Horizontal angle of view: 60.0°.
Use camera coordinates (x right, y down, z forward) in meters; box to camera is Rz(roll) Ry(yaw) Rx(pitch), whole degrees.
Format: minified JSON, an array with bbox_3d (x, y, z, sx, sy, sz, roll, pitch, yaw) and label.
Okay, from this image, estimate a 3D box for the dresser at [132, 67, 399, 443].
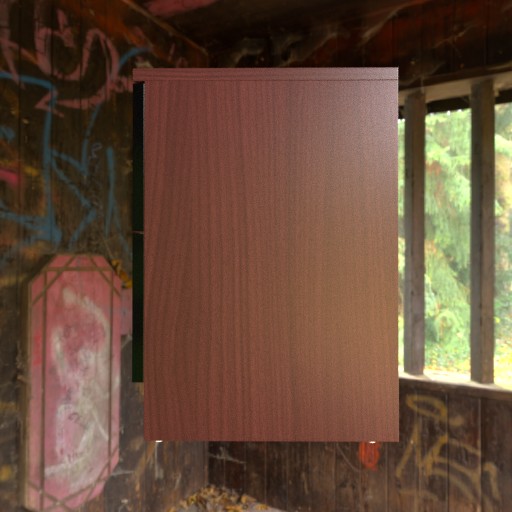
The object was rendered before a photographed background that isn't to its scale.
[{"bbox_3d":[0.000,0.000,0.755,0.360,0.470,0.400,0,0,1],"label":"dresser"}]
